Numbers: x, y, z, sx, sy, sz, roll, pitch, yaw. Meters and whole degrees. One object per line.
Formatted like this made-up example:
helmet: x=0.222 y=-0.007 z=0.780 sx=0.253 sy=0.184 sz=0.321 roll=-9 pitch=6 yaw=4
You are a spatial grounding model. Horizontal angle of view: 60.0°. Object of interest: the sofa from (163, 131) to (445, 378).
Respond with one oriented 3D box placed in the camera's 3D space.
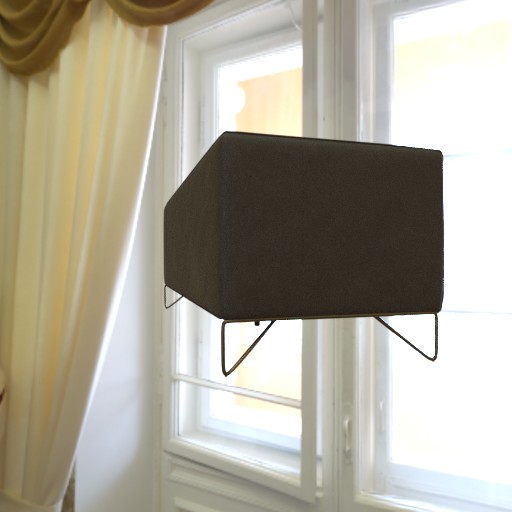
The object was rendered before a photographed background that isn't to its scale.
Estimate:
sofa: x=0.000 y=0.000 z=2.496 sx=0.867 sy=0.789 sz=2.087 roll=0 pitch=0 yaw=-17
